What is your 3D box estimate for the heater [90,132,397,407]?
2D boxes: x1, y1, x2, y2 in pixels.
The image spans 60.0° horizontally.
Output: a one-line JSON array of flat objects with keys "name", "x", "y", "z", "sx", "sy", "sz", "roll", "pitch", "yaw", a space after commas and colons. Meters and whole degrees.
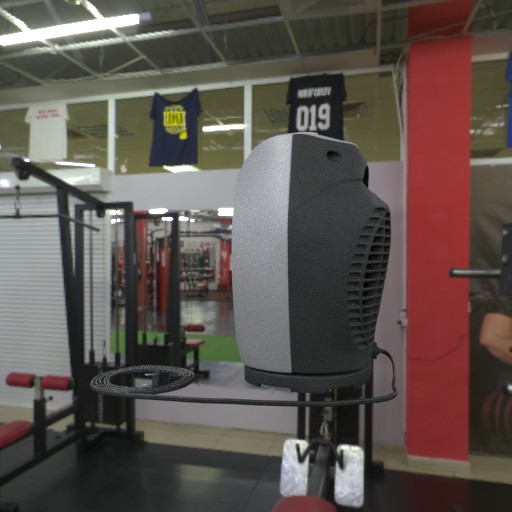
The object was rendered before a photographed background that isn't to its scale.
[{"name": "heater", "x": 0.000, "y": 0.000, "z": 0.480, "sx": 0.291, "sy": 0.255, "sz": 0.239, "roll": 0, "pitch": 0, "yaw": 17}]
